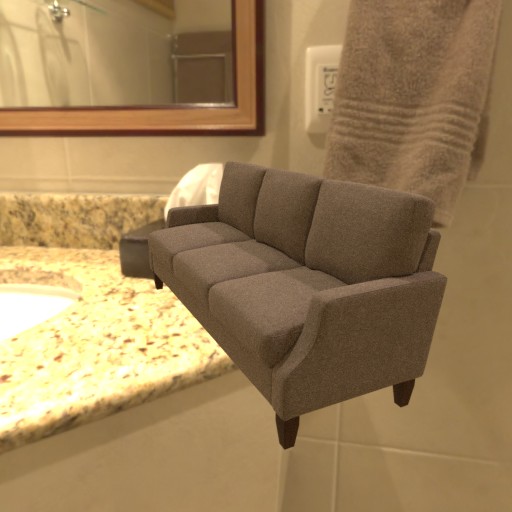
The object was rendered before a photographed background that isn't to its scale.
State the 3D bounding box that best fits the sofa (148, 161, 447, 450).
[{"bbox_3d":[0.000,0.000,2.681,0.888,0.984,2.115,-8,19,-25],"label":"sofa"}]
